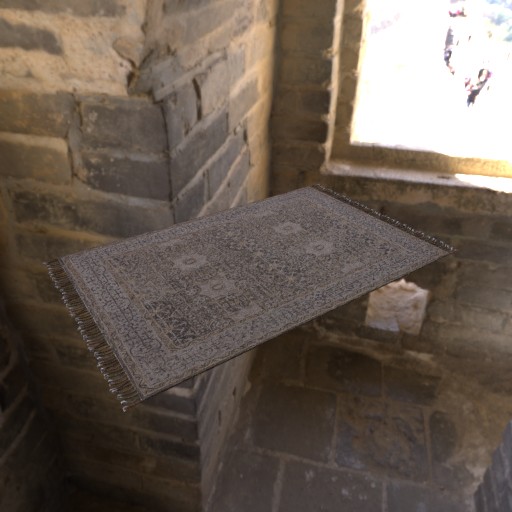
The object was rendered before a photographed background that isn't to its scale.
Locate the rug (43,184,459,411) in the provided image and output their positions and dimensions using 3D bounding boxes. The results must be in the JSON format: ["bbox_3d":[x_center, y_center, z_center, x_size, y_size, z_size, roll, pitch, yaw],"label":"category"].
[{"bbox_3d":[0.000,0.000,2.516,2.029,0.010,1.237,-20,36,-29],"label":"rug"}]
